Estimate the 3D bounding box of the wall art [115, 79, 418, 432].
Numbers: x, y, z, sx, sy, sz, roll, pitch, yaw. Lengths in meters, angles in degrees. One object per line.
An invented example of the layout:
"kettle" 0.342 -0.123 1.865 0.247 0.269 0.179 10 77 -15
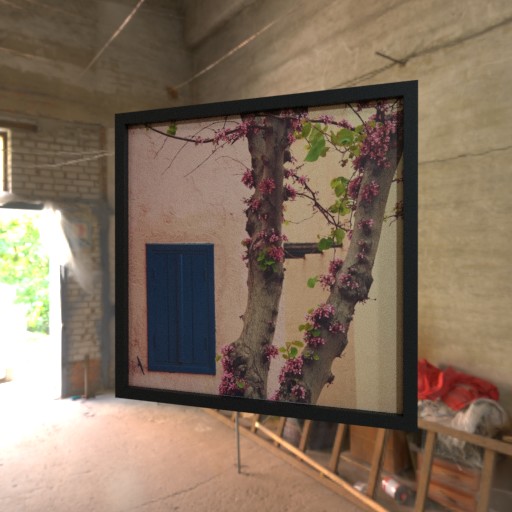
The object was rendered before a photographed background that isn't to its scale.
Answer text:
"wall art" 0.000 0.000 0.446 0.305 0.304 0.038 0 0 18
